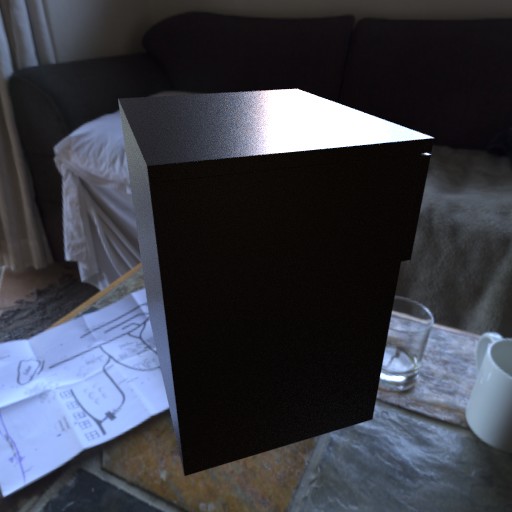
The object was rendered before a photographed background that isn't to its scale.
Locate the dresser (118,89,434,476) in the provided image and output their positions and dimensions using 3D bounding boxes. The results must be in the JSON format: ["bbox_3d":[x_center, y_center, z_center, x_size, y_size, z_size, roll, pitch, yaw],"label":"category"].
[{"bbox_3d":[0.000,0.000,0.756,0.360,0.470,0.400,-9,30,-17],"label":"dresser"}]
